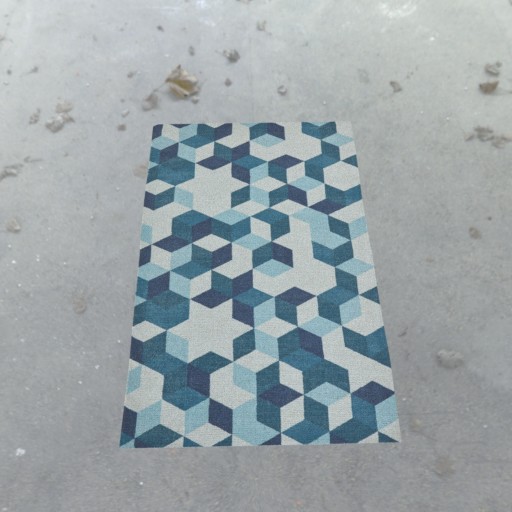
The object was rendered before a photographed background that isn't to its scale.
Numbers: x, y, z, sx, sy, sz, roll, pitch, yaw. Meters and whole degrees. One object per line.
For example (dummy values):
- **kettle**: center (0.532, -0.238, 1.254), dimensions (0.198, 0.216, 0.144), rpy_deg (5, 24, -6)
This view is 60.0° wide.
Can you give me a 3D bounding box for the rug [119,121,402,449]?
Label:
- **rug**: center (0.000, 0.000, 2.319), dimensions (1.235, 0.014, 1.829), rpy_deg (-1, 63, -1)
